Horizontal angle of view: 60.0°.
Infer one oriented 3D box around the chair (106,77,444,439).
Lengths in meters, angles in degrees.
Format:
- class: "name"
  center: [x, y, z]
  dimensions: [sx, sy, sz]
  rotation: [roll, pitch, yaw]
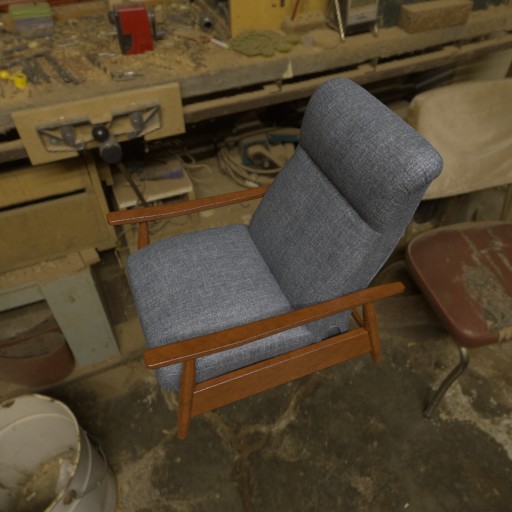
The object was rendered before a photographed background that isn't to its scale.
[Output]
- class: "chair"
  center: [0.000, 0.000, 1.776]
  dimensions: [1.030, 1.082, 0.762]
  rotation: [-17, 49, -15]
